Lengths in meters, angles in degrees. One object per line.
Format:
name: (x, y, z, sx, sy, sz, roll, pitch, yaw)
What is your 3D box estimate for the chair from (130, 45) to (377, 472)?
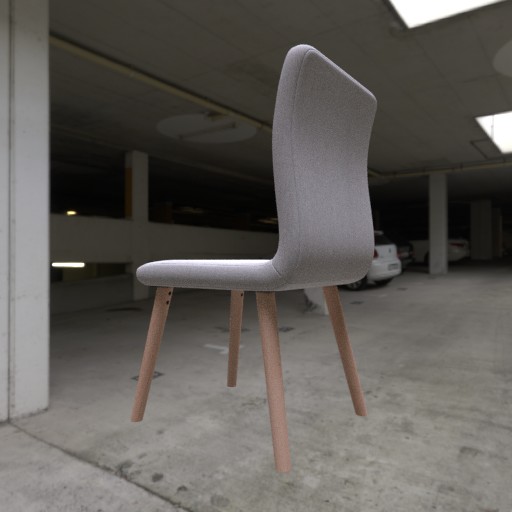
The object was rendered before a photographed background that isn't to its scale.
chair: (0.000, 0.000, 1.212, 0.550, 0.885, 0.435, 0, -1, 36)
